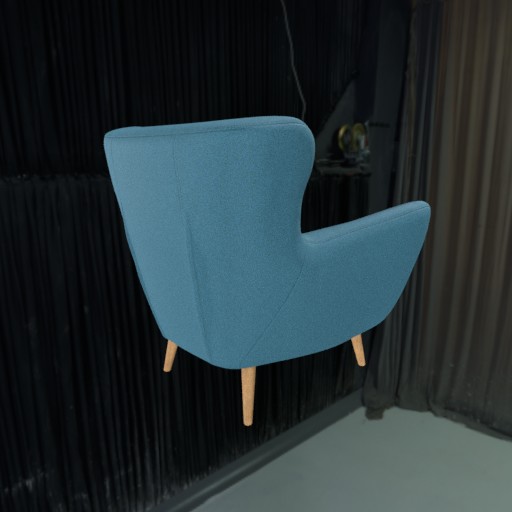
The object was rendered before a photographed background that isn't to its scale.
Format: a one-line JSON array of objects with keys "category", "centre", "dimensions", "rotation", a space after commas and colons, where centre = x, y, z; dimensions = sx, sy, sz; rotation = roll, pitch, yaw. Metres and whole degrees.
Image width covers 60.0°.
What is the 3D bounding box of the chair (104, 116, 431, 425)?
[{"category": "chair", "centre": [0.000, 0.000, 1.574], "dimensions": [0.889, 0.889, 0.890], "rotation": [-12, 18, -41]}]
